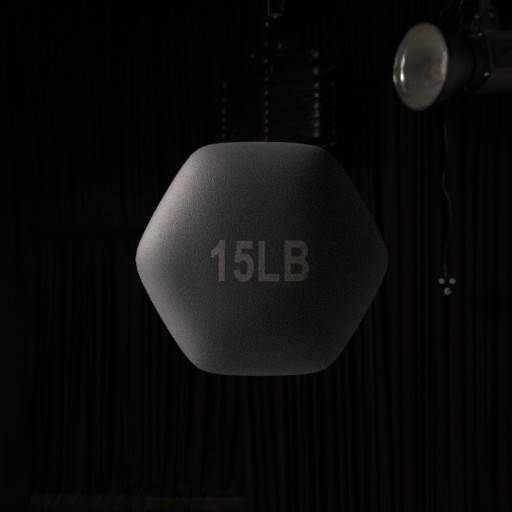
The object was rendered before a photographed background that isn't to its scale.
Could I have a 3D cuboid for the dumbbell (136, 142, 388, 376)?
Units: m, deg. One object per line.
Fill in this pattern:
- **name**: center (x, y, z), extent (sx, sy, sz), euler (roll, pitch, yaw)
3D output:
- **dumbbell**: center (0.000, 0.000, 0.301), extent (0.116, 0.105, 0.240), euler (0, 1, -1)
